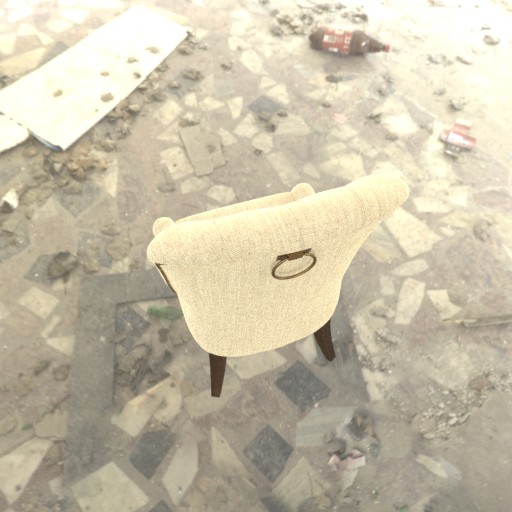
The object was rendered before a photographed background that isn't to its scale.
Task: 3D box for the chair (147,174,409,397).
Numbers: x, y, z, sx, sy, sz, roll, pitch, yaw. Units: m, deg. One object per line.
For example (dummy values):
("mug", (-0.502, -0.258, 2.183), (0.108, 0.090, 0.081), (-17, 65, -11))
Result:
("chair", (0.000, 0.000, 1.484), (0.634, 1.091, 0.629), (-15, 60, -9))
